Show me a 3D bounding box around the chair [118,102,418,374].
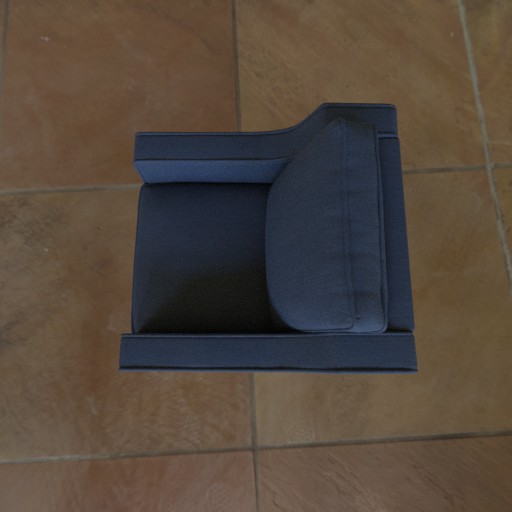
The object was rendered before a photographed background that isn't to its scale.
[{"bbox_3d":[0.000,0.000,1.647,0.909,0.960,0.831,0,76,0],"label":"chair"}]
